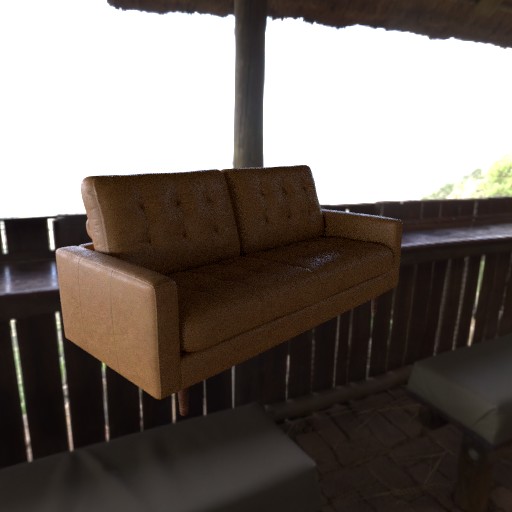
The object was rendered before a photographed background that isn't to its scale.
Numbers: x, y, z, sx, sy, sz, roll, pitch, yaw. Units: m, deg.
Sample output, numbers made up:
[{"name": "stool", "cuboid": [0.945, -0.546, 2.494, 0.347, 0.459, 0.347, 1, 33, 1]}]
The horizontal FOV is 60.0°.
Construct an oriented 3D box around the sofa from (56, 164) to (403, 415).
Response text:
[{"name": "sofa", "cuboid": [0.000, 0.000, 2.370, 0.850, 0.898, 1.821, 13, 19, 42]}]
